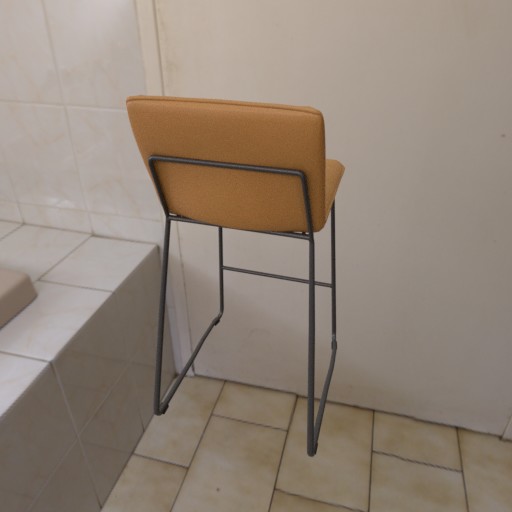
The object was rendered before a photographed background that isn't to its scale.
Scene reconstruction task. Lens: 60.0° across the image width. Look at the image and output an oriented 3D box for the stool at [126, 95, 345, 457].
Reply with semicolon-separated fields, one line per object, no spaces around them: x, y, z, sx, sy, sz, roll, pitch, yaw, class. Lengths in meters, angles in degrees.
0.000;0.000;1.236;0.489;0.936;0.524;9;32;14;stool
